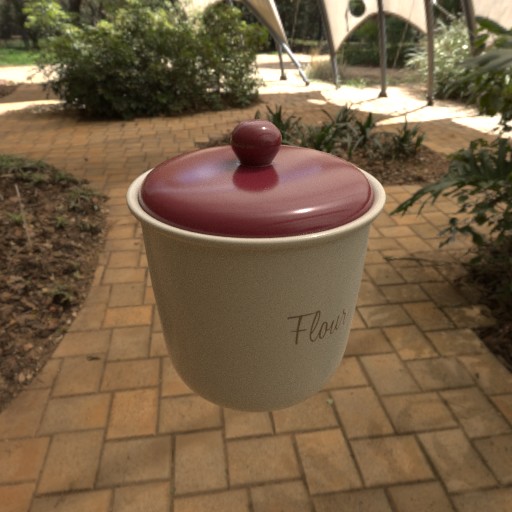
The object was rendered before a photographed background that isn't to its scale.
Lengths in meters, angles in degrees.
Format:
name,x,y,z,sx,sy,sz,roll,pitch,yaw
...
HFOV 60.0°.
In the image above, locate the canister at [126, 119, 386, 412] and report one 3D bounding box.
name,x,y,z,sx,sy,sz,roll,pitch,yaw
canister,0.000,0.000,0.348,0.182,0.208,0.182,0,29,0
